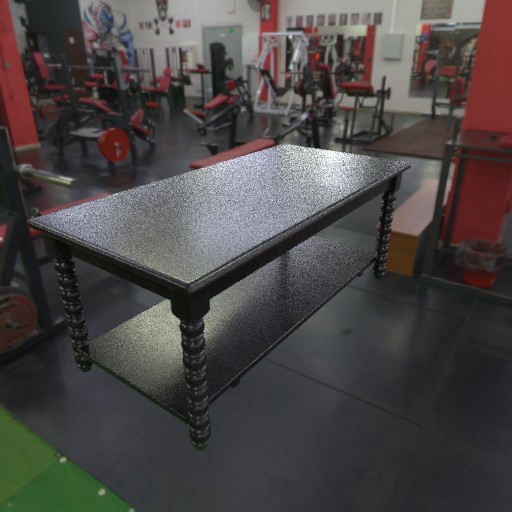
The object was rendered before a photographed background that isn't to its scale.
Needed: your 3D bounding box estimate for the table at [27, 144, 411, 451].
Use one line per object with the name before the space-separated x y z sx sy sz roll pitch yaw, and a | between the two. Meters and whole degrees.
table | 0.000 0.000 1.484 0.580 0.487 1.171 18 31 33
